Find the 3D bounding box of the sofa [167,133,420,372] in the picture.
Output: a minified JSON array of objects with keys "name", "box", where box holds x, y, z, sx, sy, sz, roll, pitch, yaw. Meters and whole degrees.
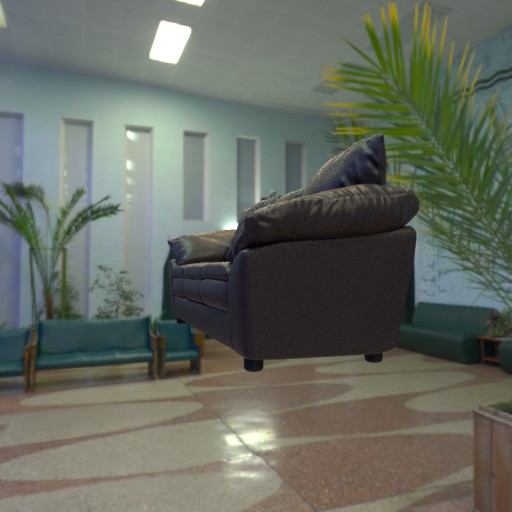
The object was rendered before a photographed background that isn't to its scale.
[{"name":"sofa","box":[0.000,0.000,2.962,0.907,1.091,2.390,1,-2,-19]}]
